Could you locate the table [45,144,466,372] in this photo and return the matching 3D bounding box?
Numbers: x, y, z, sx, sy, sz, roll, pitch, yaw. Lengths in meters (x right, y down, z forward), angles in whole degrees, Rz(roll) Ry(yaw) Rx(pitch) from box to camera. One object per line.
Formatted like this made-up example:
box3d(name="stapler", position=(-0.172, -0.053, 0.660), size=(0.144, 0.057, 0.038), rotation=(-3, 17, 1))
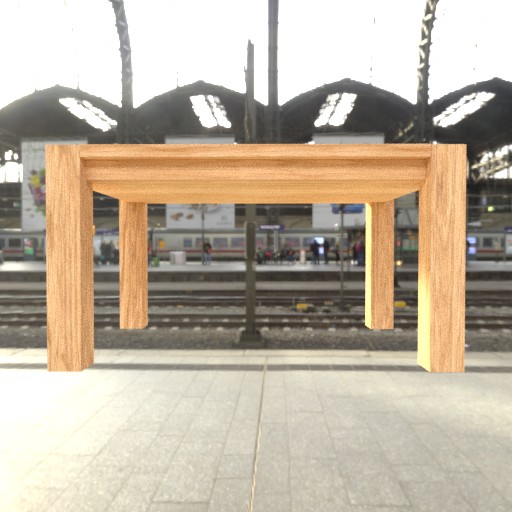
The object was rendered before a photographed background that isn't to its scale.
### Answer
box3d(name="table", position=(0.000, 0.000, 1.926), size=(1.400, 0.760, 0.900), rotation=(0, 1, 0))
